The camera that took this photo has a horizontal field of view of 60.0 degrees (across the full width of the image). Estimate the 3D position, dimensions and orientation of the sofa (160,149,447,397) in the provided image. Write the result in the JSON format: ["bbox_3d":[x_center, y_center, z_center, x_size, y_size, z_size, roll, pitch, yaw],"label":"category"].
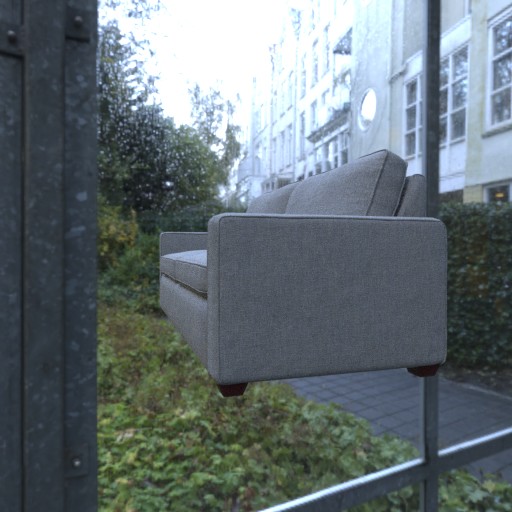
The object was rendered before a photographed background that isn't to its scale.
[{"bbox_3d":[0.000,0.000,2.560,0.945,0.918,2.078,0,1,-17],"label":"sofa"}]
